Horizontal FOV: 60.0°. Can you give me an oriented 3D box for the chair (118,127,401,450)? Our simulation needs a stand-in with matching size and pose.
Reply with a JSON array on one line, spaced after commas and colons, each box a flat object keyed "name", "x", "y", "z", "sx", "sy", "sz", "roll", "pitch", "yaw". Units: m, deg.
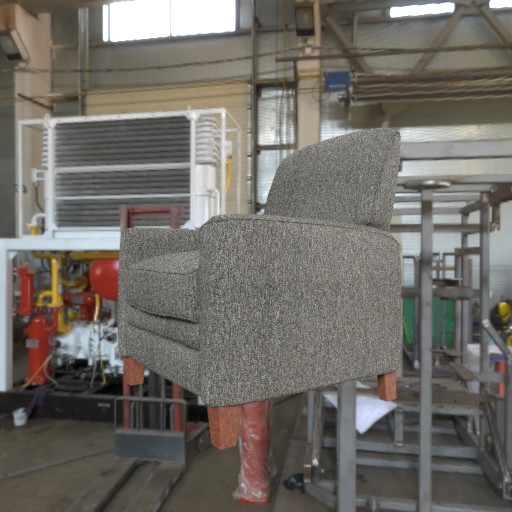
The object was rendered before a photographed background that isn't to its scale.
[{"name": "chair", "x": 0.000, "y": 0.000, "z": 1.674, "sx": 0.864, "sy": 1.014, "sz": 0.848, "roll": 0, "pitch": 0, "yaw": -35}]
